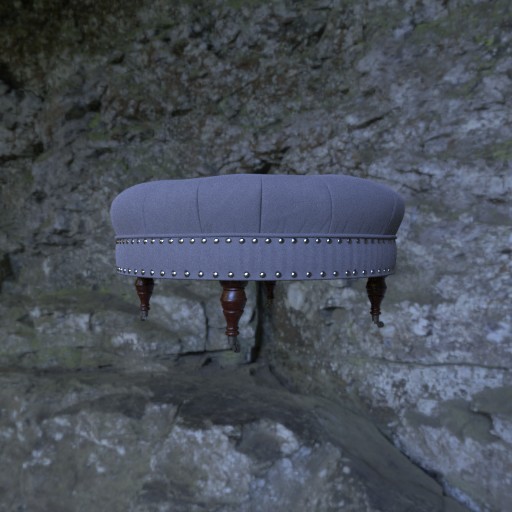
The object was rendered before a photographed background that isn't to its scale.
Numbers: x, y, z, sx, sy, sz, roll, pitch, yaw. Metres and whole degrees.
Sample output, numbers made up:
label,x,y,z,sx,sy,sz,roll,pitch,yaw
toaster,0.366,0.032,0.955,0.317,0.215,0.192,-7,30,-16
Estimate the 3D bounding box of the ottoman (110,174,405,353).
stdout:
label,x,y,z,sx,sy,sz,roll,pitch,yaw
ottoman,0.000,0.000,1.410,0.901,0.439,0.901,0,1,0
